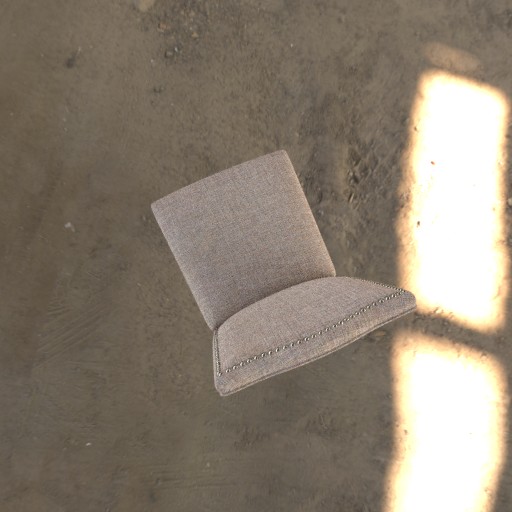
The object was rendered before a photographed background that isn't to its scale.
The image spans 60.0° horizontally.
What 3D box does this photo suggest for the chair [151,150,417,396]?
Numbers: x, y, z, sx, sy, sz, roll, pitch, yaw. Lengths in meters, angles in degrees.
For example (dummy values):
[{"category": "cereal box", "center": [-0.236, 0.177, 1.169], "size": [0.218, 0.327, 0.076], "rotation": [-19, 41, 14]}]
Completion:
[{"category": "chair", "center": [0.000, 0.000, 1.384], "size": [0.513, 1.016, 0.660], "rotation": [-23, 78, -5]}]
